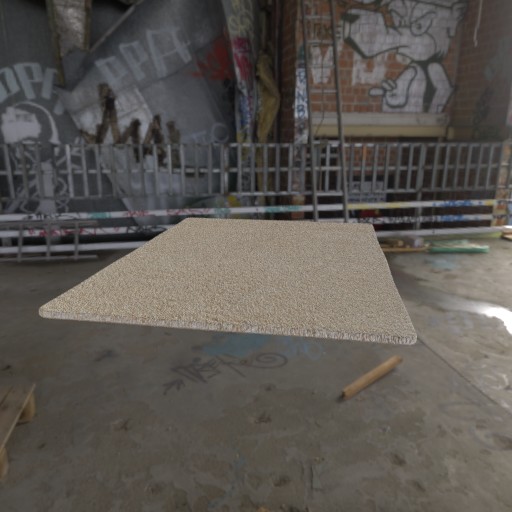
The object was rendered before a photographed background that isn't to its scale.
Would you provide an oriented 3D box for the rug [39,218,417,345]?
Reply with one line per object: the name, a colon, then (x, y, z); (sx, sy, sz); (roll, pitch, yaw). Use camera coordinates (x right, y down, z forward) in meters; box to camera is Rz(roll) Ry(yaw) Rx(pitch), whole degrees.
rug: (0.000, 0.000, 2.109); (1.200, 0.027, 1.600); (3, 16, 9)
